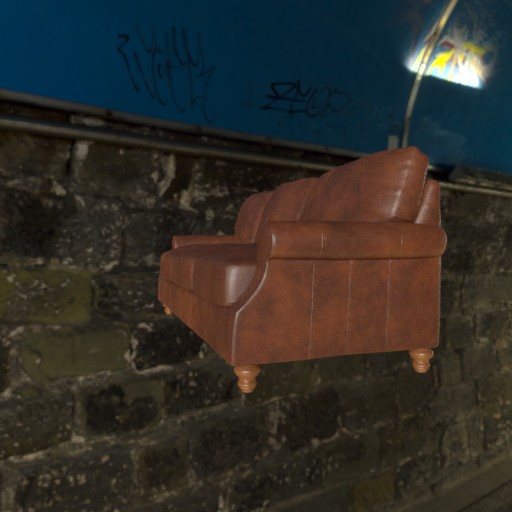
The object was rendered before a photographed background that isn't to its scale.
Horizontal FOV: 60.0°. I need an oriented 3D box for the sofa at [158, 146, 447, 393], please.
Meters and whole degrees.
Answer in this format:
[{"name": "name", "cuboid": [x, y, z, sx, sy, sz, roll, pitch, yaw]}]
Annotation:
[{"name": "sofa", "cuboid": [0.000, 0.000, 2.773, 0.973, 0.977, 2.351, 0, 1, -19]}]
